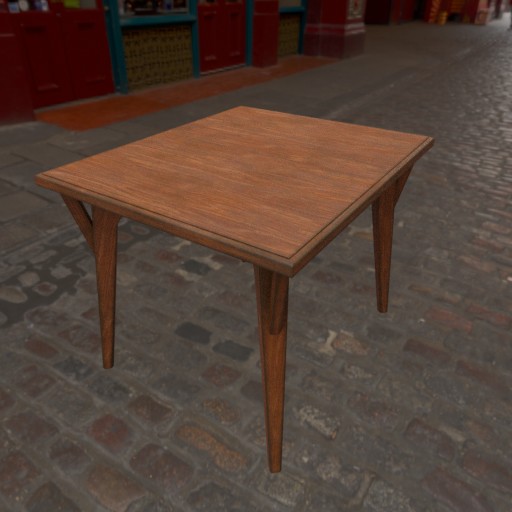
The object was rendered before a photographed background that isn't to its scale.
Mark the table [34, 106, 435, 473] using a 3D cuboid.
[{"bbox_3d":[0.000,0.000,1.591,0.838,0.761,0.991,20,37,28],"label":"table"}]
